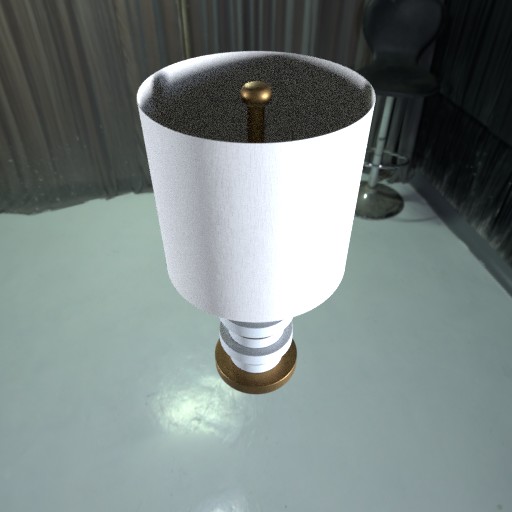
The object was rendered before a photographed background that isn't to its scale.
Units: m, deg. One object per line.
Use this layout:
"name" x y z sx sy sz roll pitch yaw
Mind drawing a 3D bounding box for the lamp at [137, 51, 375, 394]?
"lamp" 0.000 0.000 0.529 0.210 0.410 0.210 -11 43 -12
